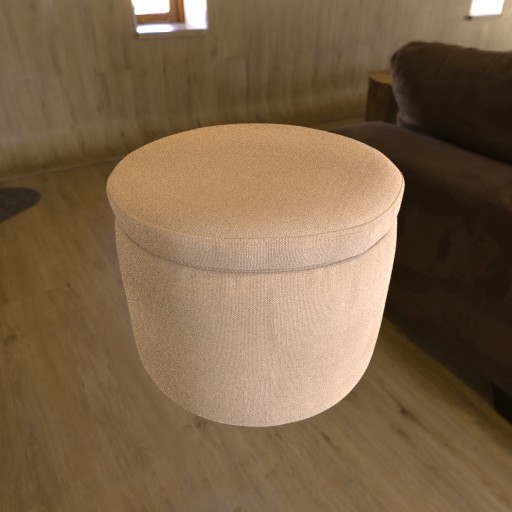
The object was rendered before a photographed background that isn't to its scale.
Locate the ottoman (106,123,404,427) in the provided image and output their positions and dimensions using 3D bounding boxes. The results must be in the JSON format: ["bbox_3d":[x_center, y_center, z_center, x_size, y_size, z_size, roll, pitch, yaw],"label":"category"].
[{"bbox_3d":[0.000,0.000,0.848,0.497,0.409,0.497,0,32,0],"label":"ottoman"}]
